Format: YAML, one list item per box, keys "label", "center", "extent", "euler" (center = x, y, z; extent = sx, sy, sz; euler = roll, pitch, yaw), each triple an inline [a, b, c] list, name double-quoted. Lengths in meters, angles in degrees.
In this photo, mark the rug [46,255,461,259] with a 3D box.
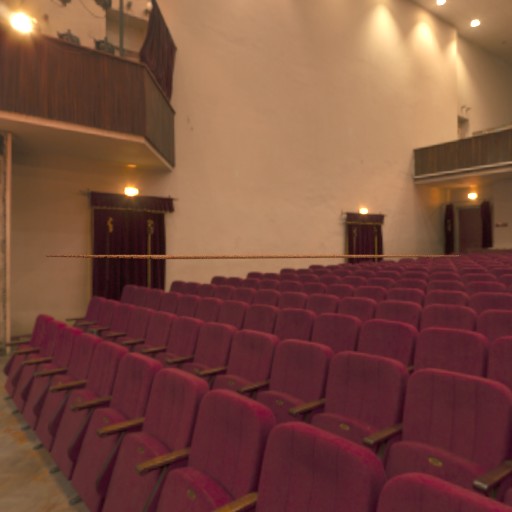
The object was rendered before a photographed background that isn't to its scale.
- label: "rug"
  center: [0.000, 0.000, 2.272]
  extent: [1.726, 0.009, 1.278]
  euler: [0, 0, -37]
